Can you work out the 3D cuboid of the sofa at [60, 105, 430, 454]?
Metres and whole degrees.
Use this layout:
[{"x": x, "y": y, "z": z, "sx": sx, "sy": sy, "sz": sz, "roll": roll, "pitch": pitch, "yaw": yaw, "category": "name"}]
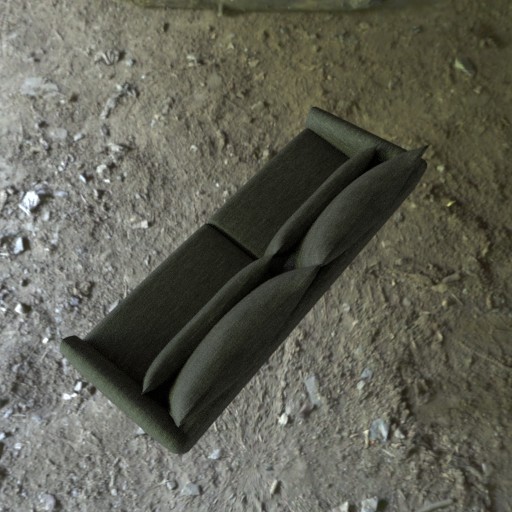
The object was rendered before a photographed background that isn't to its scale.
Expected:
[{"x": 0.000, "y": 0.000, "z": 2.344, "sx": 0.807, "sy": 0.843, "sz": 2.019, "roll": 38, "pitch": 71, "yaw": 16, "category": "sofa"}]
